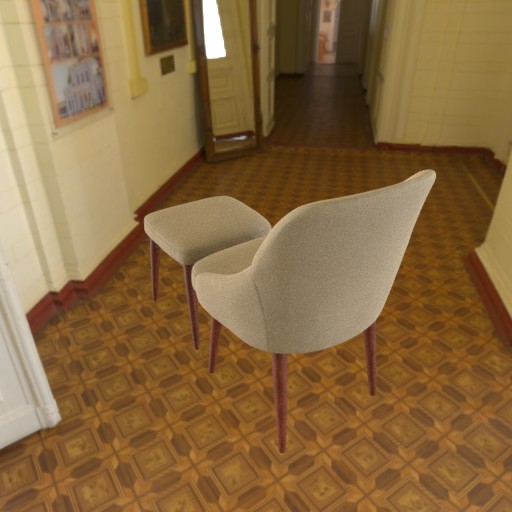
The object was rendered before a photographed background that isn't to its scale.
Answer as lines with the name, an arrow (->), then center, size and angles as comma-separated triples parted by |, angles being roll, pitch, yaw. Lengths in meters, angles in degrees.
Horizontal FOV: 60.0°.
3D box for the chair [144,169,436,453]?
chair -> 0.000, 0.000, 1.578 | 0.584, 0.866, 1.114 | -19, 34, -30
